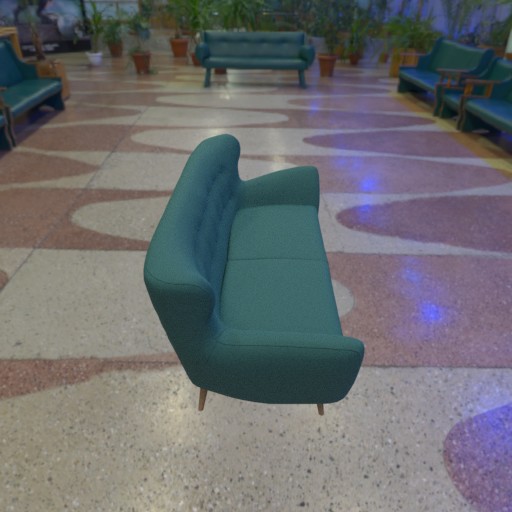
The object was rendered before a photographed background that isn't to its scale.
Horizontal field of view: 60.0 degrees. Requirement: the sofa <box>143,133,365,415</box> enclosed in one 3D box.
[{"bbox_3d":[0.000,0.000,2.536,0.889,0.890,1.930,1,32,1],"label":"sofa"}]
